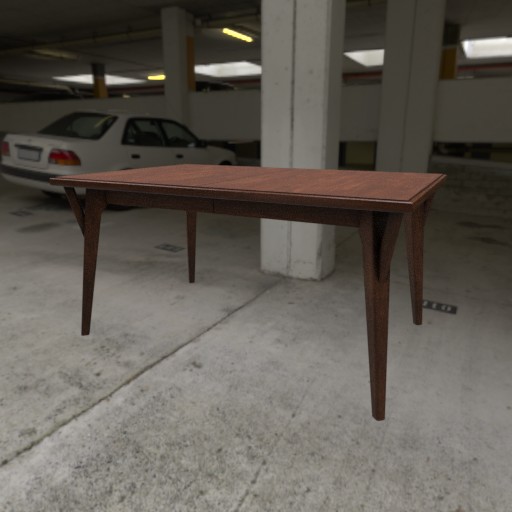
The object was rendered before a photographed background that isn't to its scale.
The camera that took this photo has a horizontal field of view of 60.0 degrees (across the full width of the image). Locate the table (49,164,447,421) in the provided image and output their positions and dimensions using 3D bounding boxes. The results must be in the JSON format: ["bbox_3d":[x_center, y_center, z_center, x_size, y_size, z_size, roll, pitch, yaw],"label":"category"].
[{"bbox_3d":[0.000,0.000,2.120,1.524,0.761,0.990,8,17,27],"label":"table"}]
